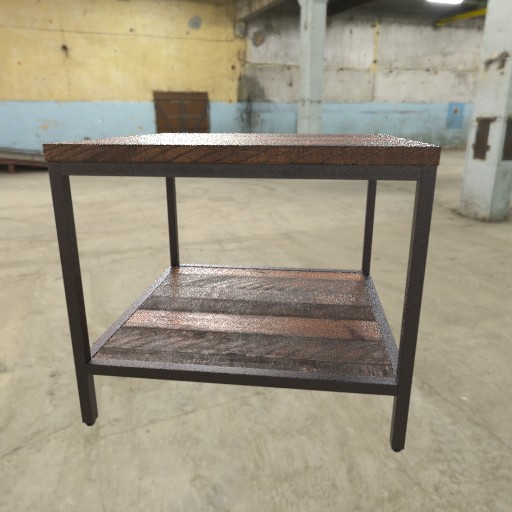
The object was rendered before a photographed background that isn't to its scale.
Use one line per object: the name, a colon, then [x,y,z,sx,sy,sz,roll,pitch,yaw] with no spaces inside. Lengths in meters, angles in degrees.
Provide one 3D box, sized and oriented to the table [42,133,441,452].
table: [0.000,0.000,0.932,0.548,0.482,0.553,2,17,7]
